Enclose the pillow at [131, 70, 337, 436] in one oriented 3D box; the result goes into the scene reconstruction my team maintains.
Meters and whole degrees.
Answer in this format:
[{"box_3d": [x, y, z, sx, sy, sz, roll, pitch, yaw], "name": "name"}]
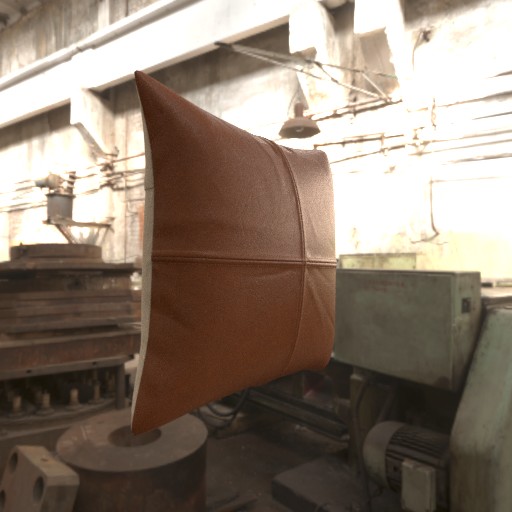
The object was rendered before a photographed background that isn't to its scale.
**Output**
[{"box_3d": [0.000, 0.000, 0.764, 0.192, 0.477, 0.501, -1, -2, 37], "name": "pillow"}]
